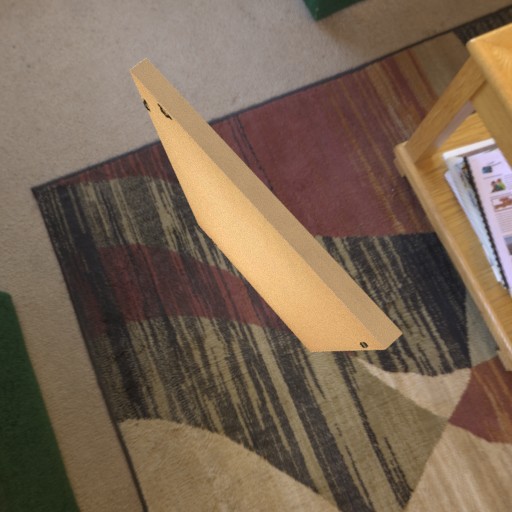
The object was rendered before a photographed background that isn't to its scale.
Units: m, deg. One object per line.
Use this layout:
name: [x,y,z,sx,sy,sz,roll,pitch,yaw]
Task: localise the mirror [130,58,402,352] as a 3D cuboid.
mirror: [0.000,0.000,1.143,0.041,0.915,0.609,-40,81,-8]
